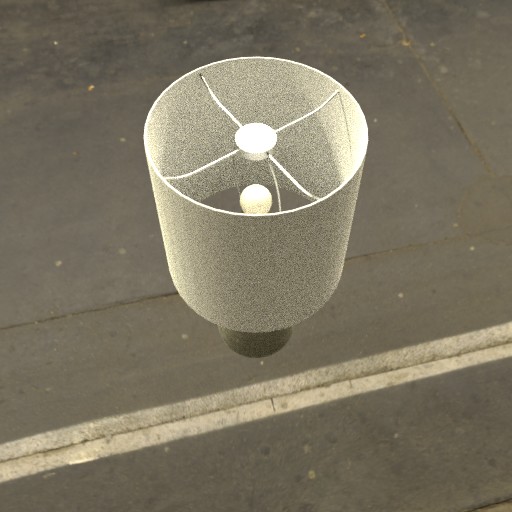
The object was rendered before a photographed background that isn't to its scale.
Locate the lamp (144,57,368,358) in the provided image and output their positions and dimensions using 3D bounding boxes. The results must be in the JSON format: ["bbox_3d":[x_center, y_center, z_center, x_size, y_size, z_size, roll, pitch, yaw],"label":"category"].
[{"bbox_3d":[0.000,0.000,0.484,0.186,0.369,0.186,0,59,0],"label":"lamp"}]
